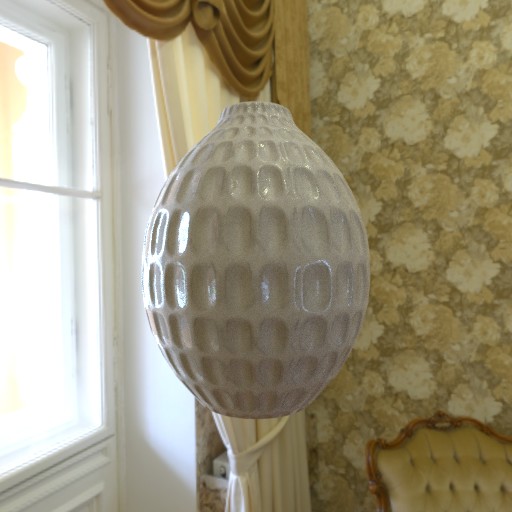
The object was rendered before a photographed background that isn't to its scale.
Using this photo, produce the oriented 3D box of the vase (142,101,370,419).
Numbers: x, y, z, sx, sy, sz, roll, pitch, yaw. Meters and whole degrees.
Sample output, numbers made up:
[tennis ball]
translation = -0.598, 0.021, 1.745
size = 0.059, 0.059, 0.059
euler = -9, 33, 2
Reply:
[vase]
translation = 0.000, 0.000, 0.256
size = 0.128, 0.167, 0.128
euler = 0, 1, 0
